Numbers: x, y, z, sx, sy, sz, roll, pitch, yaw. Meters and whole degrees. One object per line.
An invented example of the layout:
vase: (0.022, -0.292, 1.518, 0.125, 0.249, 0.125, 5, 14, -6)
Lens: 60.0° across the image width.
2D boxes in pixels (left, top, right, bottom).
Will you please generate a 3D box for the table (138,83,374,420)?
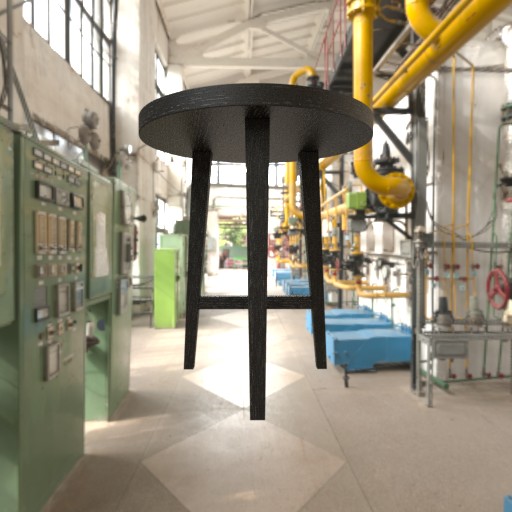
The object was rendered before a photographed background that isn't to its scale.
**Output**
table: (0.000, 0.000, 0.782, 0.399, 0.460, 0.399, 0, 1, 0)
